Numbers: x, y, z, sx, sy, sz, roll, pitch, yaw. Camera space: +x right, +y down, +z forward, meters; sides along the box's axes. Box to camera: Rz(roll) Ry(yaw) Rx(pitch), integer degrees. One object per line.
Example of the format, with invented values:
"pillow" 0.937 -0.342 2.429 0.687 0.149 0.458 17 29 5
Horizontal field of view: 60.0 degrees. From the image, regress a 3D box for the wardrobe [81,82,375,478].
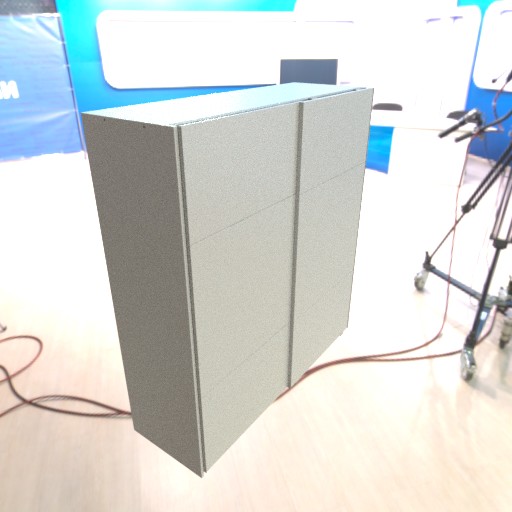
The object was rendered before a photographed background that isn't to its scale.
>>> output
"wardrobe" 0.000 0.000 2.877 0.629 1.960 1.780 18 32 32
